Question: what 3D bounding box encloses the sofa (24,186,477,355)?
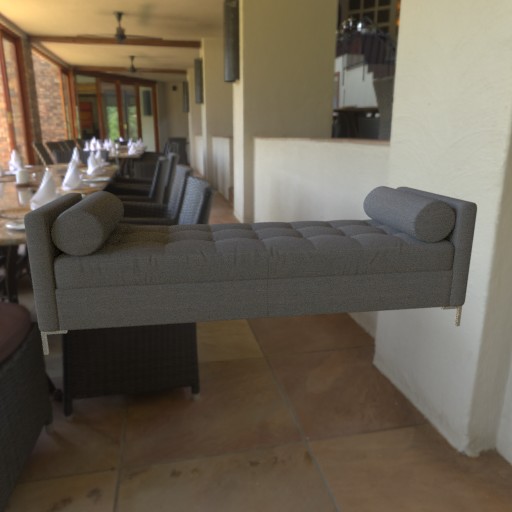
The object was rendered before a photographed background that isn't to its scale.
[{"bbox_3d":[0.000,0.000,2.303,1.981,0.635,0.686,-2,15,-8],"label":"sofa"}]
